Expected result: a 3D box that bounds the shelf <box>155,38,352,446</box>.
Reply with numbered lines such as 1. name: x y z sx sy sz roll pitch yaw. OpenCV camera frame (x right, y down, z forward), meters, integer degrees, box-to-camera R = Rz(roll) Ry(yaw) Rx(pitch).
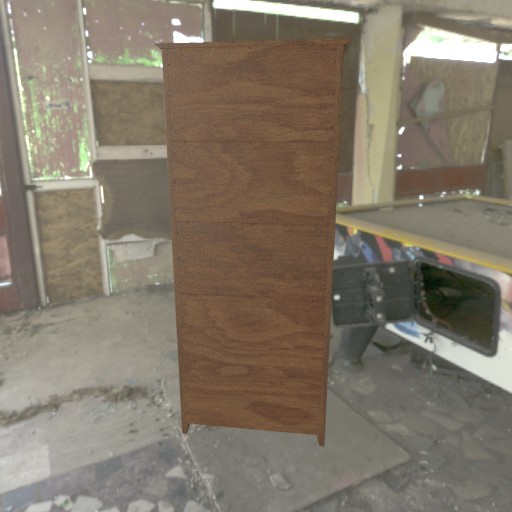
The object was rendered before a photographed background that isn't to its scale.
1. shelf: 0.000 0.000 2.213 0.805 1.905 0.335 2 16 8
